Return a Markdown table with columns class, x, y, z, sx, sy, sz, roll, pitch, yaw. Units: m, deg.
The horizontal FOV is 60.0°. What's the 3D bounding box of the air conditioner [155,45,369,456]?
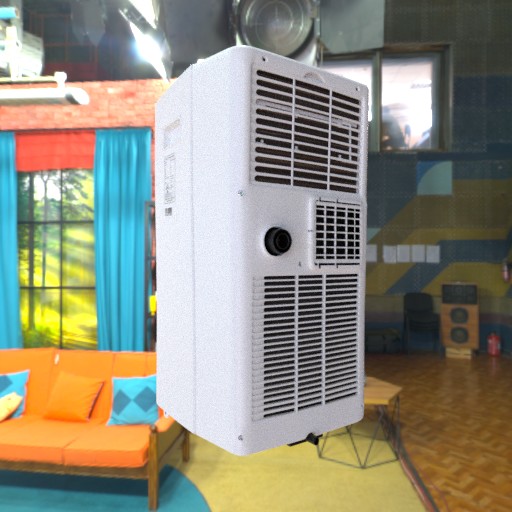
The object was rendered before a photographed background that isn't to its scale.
| class | x | y | z | sx | sy | sz | roll | pitch | yaw |
| --- | --- | --- | --- | --- | --- | --- | --- | --- | --- |
| air conditioner | 0.000 | 0.000 | 0.814 | 0.304 | 0.606 | 0.349 | 0 | -1 | -35 |
